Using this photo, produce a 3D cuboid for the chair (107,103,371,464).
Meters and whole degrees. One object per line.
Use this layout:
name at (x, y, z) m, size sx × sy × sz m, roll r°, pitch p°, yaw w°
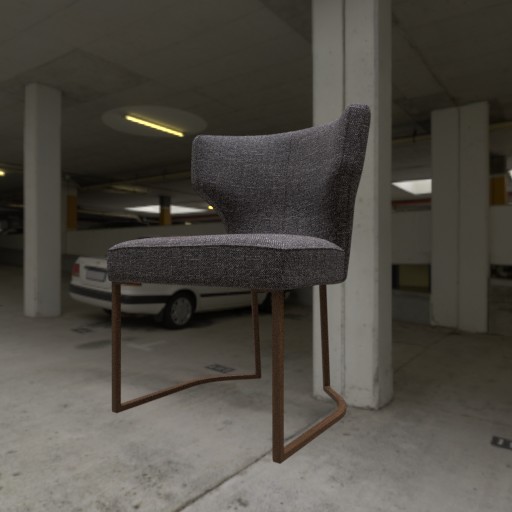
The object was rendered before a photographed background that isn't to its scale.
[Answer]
chair at (0.000, 0.000, 1.259) m, size 0.611 × 0.824 × 0.617 m, roll 0°, pitch 0°, yaw 34°
